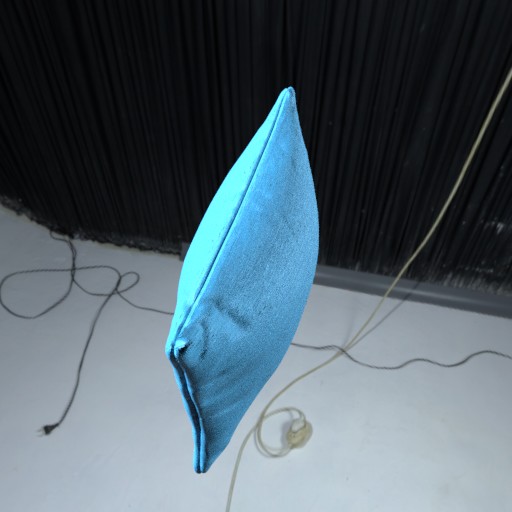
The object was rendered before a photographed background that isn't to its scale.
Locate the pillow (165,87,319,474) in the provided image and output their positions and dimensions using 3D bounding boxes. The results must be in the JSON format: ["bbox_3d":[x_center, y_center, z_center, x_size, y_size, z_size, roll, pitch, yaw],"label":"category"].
[{"bbox_3d":[0.000,0.000,0.773,0.210,0.338,0.633,10,45,10],"label":"pillow"}]
